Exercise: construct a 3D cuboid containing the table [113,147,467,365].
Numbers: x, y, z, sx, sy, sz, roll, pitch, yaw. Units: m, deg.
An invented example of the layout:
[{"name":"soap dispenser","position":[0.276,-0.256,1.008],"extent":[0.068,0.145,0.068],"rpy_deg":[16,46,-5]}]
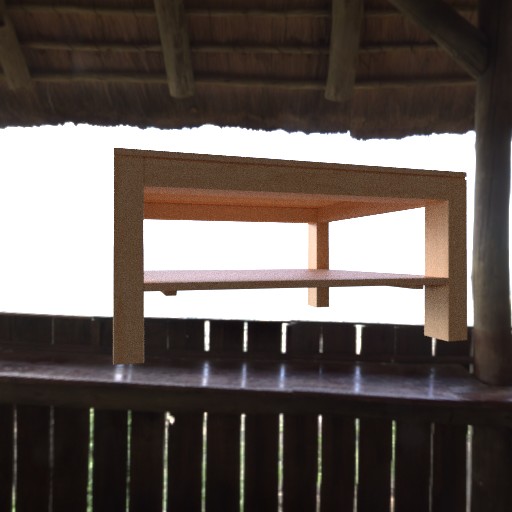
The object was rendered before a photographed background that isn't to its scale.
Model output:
[{"name":"table","position":[0.000,0.000,1.477],"extent":[0.900,0.450,0.900],"rpy_deg":[0,0,-17]}]
